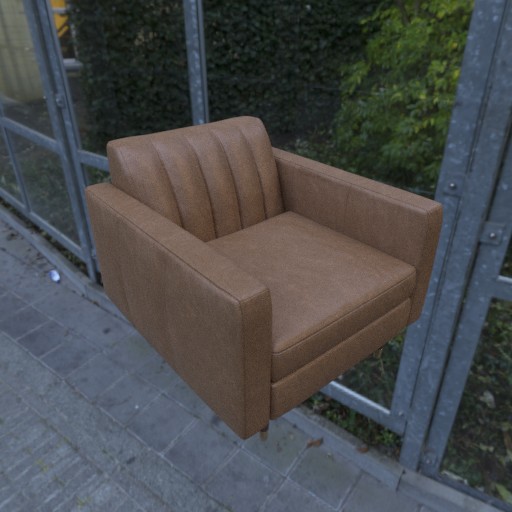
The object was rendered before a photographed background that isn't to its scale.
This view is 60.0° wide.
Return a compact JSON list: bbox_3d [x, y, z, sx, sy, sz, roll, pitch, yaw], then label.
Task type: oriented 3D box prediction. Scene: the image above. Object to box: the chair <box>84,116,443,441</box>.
[{"bbox_3d":[0.000,0.000,1.710,0.953,0.819,0.998,-23,37,-34],"label":"chair"}]
